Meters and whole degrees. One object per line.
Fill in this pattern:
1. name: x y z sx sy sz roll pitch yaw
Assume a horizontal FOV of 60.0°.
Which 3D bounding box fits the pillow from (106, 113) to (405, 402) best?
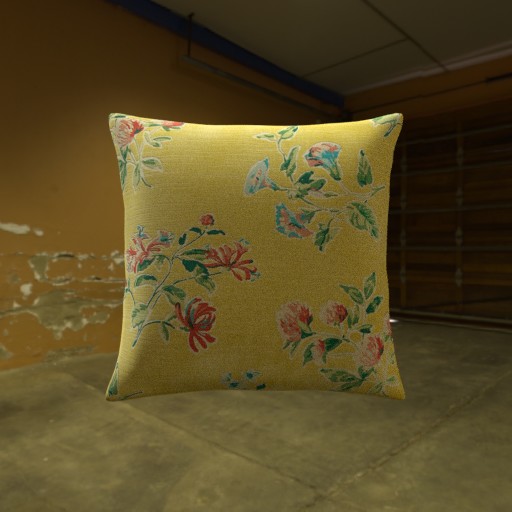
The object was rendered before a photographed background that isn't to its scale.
1. pillow: 0.000 0.000 0.784 0.525 0.508 0.166 0 0 -1
